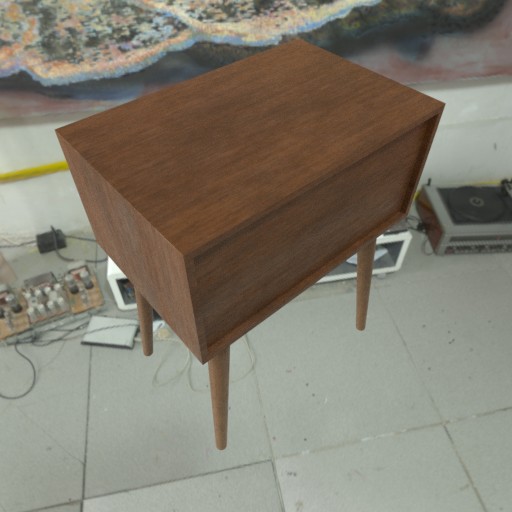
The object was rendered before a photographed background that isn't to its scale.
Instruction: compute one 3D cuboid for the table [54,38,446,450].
[{"bbox_3d":[0.000,0.000,0.828,0.454,0.580,0.307,-33,55,-26],"label":"table"}]
